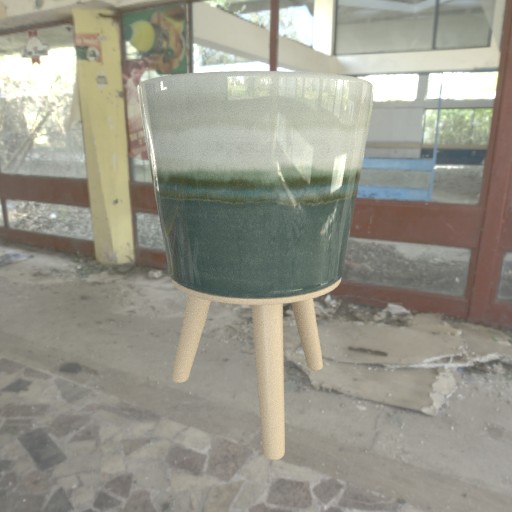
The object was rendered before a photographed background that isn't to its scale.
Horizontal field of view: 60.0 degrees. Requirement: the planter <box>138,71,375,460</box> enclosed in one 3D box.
[{"bbox_3d":[0.000,0.000,0.460,0.217,0.331,0.217,-8,17,-26],"label":"planter"}]
